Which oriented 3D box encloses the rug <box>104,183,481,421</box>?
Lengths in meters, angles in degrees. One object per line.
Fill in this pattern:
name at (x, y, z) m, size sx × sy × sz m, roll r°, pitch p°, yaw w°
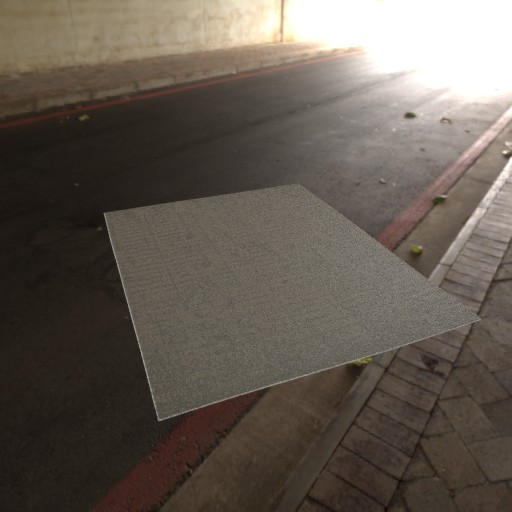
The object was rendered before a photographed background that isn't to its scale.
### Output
rug at (0.000, 0.000, 4.143) m, size 2.447 × 0.014 × 3.061 m, roll -12°, pitch 32°, yaw -19°
